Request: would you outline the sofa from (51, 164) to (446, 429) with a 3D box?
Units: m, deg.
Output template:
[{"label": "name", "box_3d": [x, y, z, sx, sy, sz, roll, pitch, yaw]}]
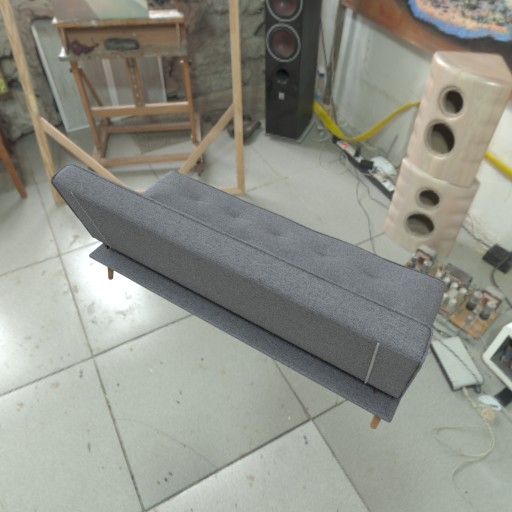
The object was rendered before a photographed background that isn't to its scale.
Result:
[{"label": "sofa", "box_3d": [0.000, 0.000, 2.289, 1.820, 0.830, 0.810, 25, 52, 21]}]
